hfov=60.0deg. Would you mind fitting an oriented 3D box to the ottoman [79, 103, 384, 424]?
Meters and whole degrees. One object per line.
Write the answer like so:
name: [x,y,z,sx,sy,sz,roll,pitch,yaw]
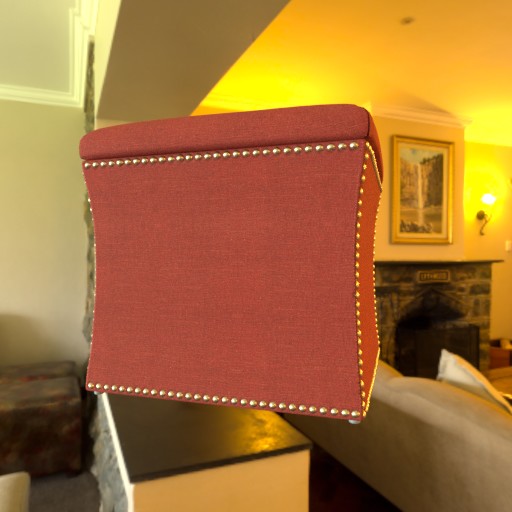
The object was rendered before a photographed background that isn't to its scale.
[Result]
ottoman: [0.000,0.000,0.904,0.497,0.475,0.507,0,0,18]
